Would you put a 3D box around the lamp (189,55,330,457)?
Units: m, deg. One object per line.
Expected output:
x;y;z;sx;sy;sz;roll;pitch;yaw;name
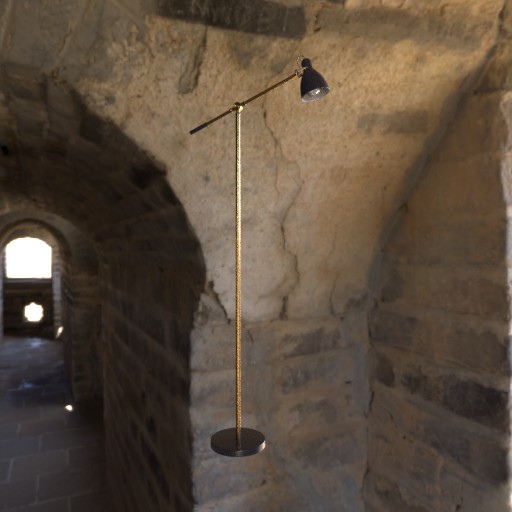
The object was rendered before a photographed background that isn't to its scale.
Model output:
0.000;0.000;1.873;0.618;1.628;0.235;0;1;19;lamp
